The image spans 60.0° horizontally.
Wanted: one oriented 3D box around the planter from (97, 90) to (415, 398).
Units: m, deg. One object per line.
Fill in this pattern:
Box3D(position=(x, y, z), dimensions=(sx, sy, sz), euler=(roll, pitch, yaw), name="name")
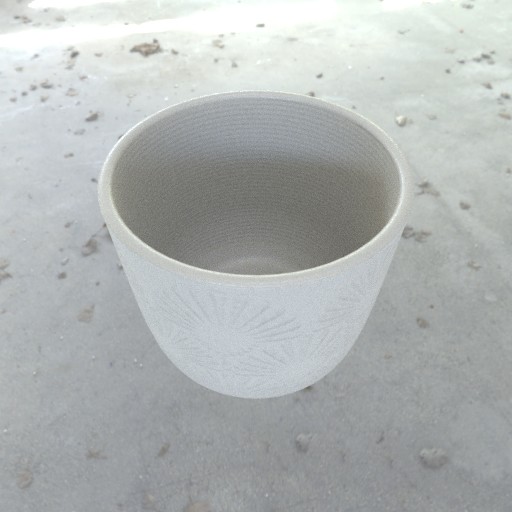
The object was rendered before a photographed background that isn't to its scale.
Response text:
Box3D(position=(0.000, 0.000, 0.217), dimensions=(0.124, 0.109, 0.124), euler=(0, 48, 0), name="planter")
